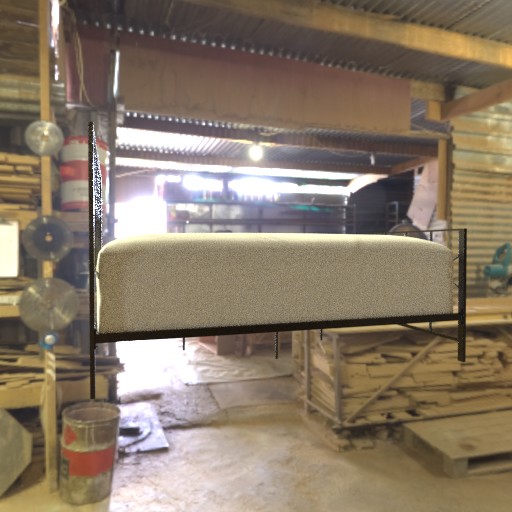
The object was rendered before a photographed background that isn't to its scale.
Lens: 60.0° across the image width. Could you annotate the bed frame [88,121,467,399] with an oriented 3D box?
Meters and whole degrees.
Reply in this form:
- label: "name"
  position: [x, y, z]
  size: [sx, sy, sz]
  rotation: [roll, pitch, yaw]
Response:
- label: "bed frame"
  position: [0.000, 0.000, 3.024]
  size: [2.063, 1.222, 1.597]
  rotation: [0, 1, -18]
